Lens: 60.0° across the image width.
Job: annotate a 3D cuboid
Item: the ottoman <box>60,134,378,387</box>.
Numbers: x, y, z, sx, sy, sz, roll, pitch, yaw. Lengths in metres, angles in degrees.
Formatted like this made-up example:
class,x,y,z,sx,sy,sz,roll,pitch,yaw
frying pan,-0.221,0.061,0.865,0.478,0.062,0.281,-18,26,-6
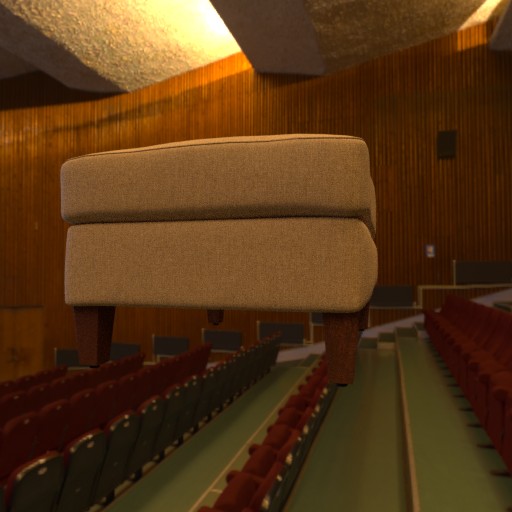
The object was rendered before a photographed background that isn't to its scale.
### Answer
class,x,y,z,sx,sy,sz,roll,pitch,yaw
ottoman,0.000,0.000,1.296,0.677,0.519,0.898,0,-1,16
